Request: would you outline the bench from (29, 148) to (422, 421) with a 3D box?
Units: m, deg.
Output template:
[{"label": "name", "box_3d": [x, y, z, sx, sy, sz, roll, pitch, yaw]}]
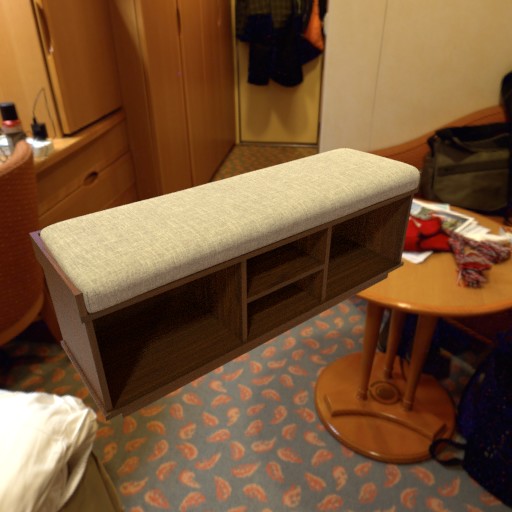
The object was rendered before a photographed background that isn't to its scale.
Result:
[{"label": "bench", "box_3d": [0.000, 0.000, 1.434, 1.196, 0.468, 0.367, -21, 37, -32]}]
